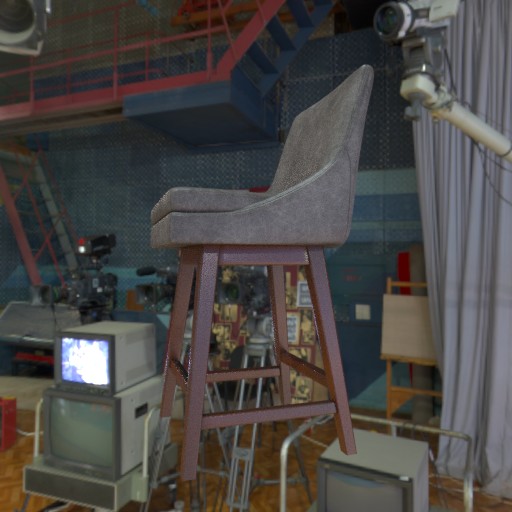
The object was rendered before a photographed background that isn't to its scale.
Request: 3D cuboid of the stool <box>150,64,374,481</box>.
[{"bbox_3d":[0.000,0.000,1.335,0.587,1.046,0.492,0,-1,-18],"label":"stool"}]
